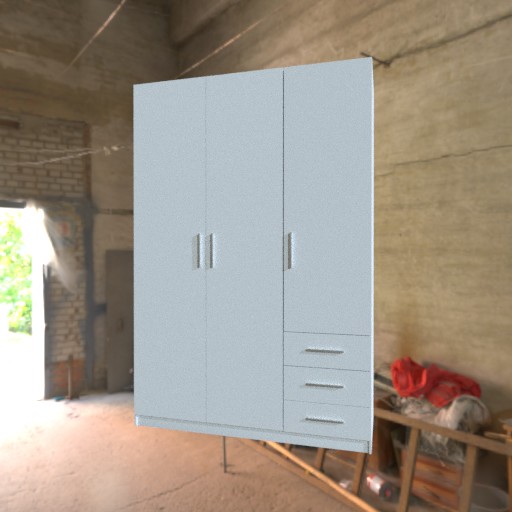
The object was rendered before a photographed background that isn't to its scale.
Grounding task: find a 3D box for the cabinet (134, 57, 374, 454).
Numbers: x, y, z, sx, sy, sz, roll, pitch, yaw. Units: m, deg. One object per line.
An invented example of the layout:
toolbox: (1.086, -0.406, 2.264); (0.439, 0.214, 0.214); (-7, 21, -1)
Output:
cabinet: (0.000, 0.000, 2.532); (1.290, 1.910, 0.510); (0, 0, 16)
